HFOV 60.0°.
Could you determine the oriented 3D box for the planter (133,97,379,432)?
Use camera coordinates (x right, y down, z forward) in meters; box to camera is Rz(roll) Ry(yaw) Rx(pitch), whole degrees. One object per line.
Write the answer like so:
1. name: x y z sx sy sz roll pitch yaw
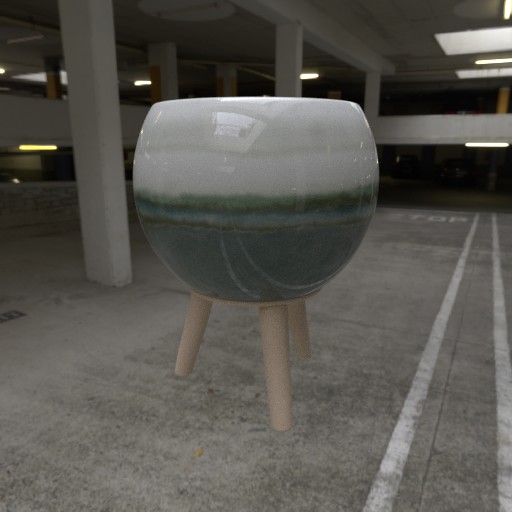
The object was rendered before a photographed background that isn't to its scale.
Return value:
1. planter: 0.000 0.000 0.432 0.222 0.278 0.222 0 15 0
